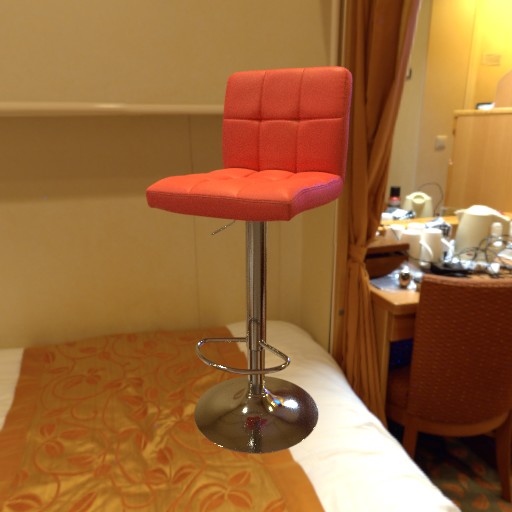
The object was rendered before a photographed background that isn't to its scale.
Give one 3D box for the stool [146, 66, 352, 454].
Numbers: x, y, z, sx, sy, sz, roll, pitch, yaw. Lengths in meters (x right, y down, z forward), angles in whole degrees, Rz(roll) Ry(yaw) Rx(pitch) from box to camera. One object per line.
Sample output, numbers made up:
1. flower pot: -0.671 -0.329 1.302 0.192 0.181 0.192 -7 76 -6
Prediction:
1. stool: 0.000 0.000 1.366 0.430 1.115 0.505 8 18 25
